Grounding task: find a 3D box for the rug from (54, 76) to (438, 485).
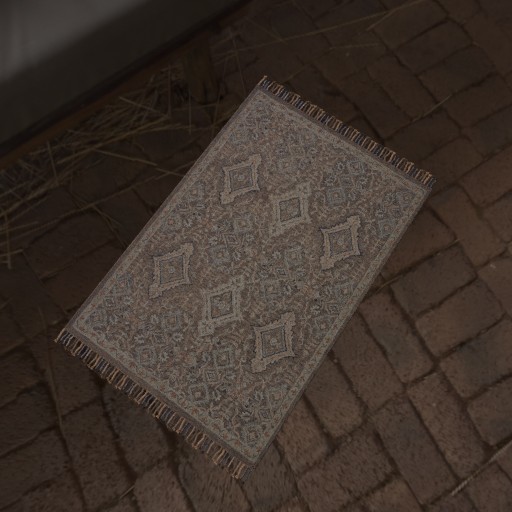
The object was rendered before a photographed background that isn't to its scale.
[{"bbox_3d":[0.000,0.000,3.033,1.516,0.010,2.434,34,78,8],"label":"rug"}]
